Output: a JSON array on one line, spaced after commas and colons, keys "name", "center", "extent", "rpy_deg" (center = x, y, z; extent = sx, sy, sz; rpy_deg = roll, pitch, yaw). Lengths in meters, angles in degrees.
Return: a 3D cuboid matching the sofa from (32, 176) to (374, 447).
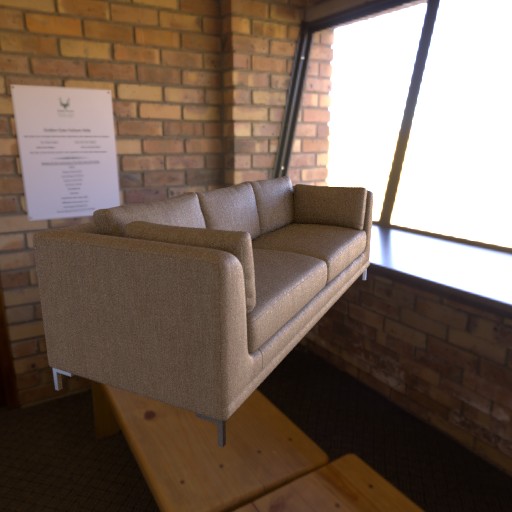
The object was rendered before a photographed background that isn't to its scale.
[{"name": "sofa", "center": [0.000, 0.000, 2.825], "extent": [0.969, 0.867, 2.415], "rpy_deg": [7, 16, 26]}]
